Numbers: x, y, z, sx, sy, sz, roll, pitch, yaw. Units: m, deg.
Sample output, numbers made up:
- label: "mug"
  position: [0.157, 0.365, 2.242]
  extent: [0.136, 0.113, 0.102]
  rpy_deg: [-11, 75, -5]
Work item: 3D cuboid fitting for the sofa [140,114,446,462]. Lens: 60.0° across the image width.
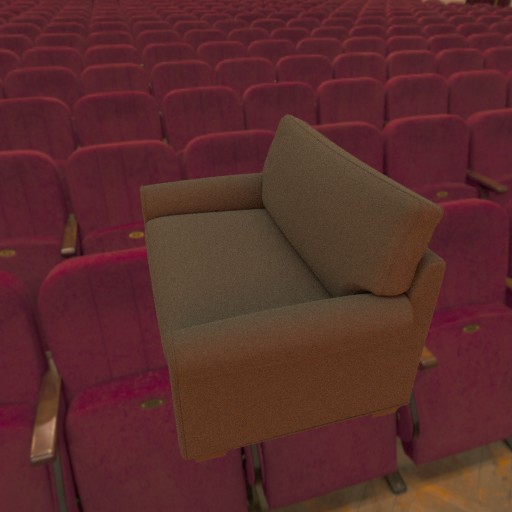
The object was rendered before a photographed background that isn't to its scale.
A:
- label: "sofa"
  position: [0.000, 0.000, 1.998]
  extent: [0.940, 0.953, 1.410]
  rpy_deg: [-8, 31, -14]
